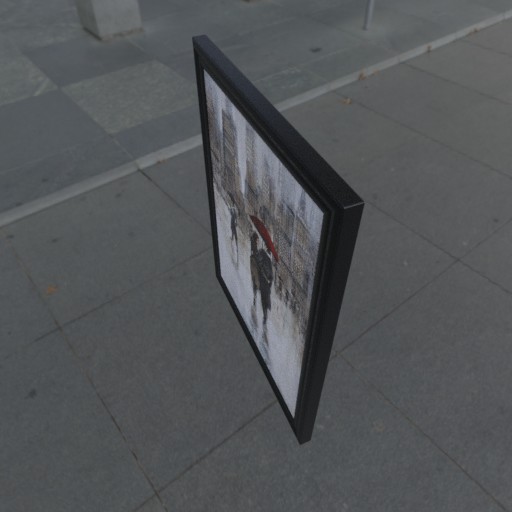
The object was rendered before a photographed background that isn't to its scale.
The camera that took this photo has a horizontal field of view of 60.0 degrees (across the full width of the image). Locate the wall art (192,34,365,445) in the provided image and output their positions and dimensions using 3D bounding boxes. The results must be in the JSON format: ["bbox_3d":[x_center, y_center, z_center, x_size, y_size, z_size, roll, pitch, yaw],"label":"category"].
[{"bbox_3d":[0.000,0.000,1.591,0.053,1.194,0.950,-18,49,-16],"label":"wall art"}]
